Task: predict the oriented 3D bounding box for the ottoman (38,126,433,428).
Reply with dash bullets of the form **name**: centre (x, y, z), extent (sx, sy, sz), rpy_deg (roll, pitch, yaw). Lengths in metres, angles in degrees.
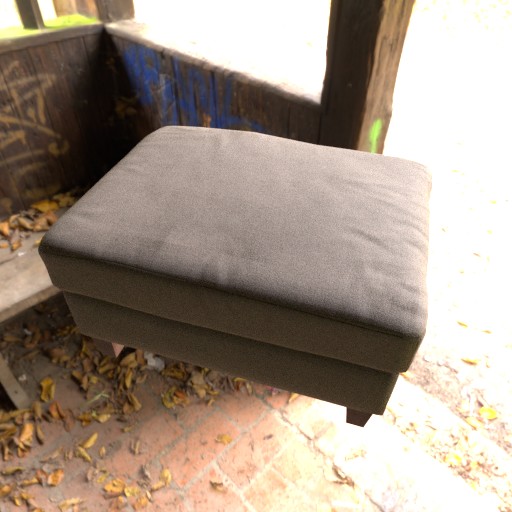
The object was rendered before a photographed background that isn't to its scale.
- **ottoman**: centre (0.000, 0.000, 1.302), extent (0.902, 0.511, 0.692), rpy_deg (12, 43, 13)
